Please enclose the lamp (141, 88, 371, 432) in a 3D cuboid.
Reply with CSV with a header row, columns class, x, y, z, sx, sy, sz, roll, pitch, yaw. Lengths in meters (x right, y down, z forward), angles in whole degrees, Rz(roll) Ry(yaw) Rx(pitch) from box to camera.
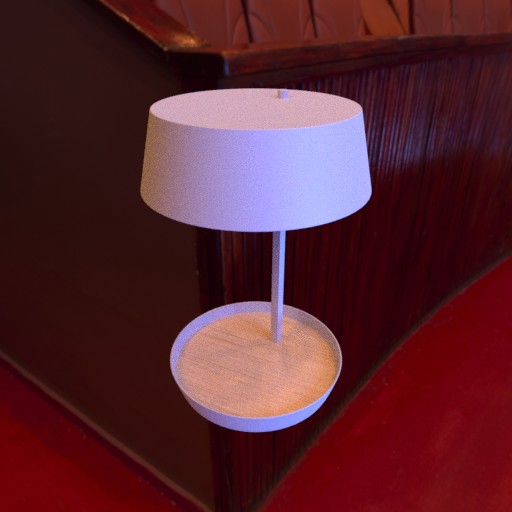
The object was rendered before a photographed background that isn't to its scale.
class,x,y,z,sx,sy,sz,roll,pitch,yaw
lamp,0.000,0.000,0.625,0.291,0.429,0.291,0,29,0
